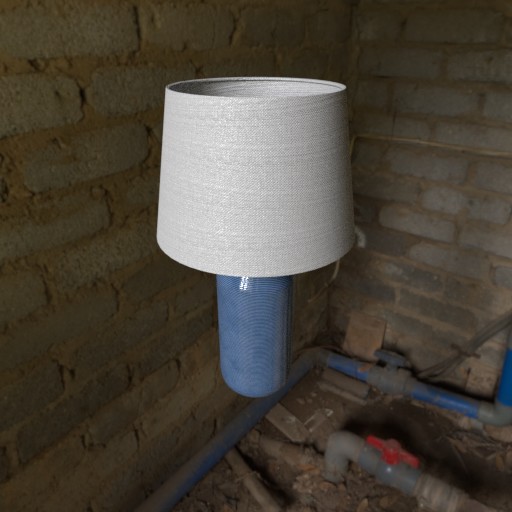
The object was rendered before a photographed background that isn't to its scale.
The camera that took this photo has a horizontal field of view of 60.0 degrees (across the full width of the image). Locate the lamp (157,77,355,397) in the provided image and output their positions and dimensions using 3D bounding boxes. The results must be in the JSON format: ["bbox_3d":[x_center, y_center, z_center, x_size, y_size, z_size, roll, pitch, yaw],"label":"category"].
[{"bbox_3d":[0.000,0.000,0.593,0.253,0.428,0.253,0,27,0],"label":"lamp"}]
